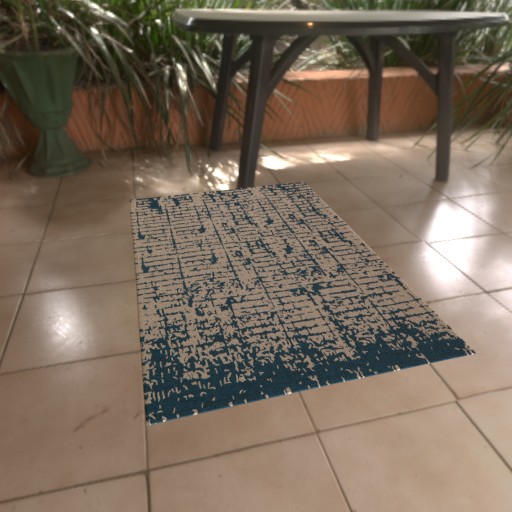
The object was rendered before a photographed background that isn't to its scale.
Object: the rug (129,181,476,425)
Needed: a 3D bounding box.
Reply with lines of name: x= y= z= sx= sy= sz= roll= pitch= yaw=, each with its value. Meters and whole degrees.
rug: x=0.000 y=0.000 z=2.291 sx=1.220 sy=0.007 sz=1.828 roll=-8 pitch=32 yaw=-13
